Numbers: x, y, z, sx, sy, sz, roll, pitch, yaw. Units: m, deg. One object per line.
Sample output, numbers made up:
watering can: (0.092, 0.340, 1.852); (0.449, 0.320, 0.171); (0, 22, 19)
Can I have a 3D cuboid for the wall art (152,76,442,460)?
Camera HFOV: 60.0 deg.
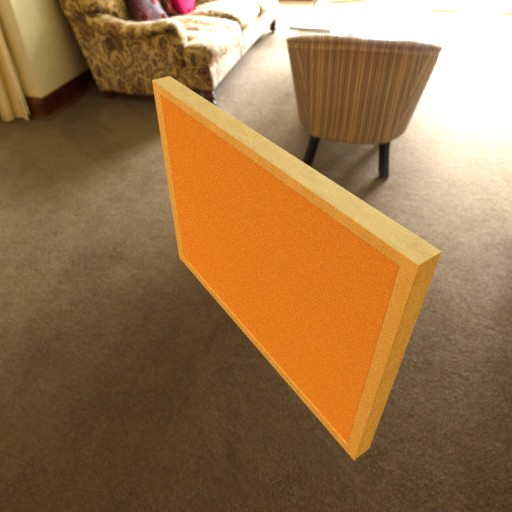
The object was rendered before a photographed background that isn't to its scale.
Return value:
wall art: (0.000, 0.000, 0.678); (0.032, 0.380, 0.532); (-25, 47, -25)
